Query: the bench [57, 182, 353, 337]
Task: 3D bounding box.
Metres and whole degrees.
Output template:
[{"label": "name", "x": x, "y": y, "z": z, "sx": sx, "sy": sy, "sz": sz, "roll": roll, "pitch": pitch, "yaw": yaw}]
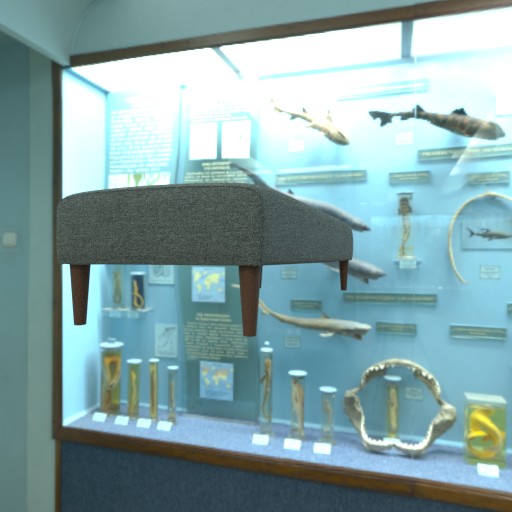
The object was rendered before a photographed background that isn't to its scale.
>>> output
[{"label": "bench", "x": 0.000, "y": 0.000, "z": 1.858, "sx": 0.631, "sy": 0.384, "sz": 1.598, "roll": 0, "pitch": 0, "yaw": 20}]
